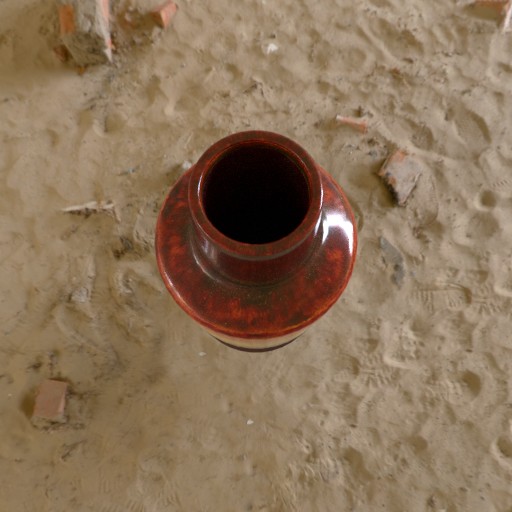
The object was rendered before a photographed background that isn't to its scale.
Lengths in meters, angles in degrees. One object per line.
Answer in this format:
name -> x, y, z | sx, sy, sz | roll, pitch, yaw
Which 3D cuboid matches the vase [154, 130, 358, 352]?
vase -> 0.000, 0.000, 0.272 | 0.108, 0.204, 0.108 | 0, 75, 0
